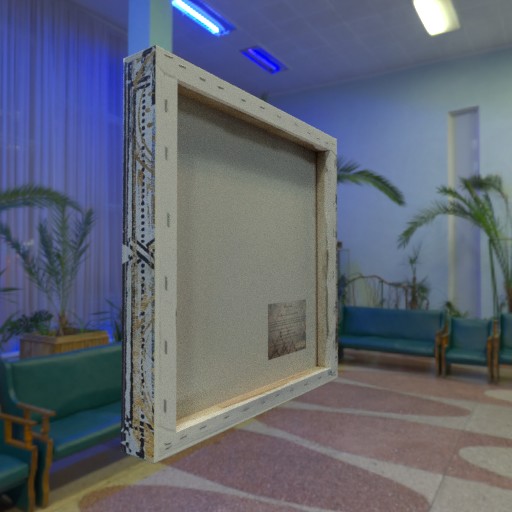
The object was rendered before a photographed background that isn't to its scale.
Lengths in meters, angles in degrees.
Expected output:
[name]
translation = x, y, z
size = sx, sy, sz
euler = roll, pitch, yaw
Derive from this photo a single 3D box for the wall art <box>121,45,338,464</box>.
[wall art]
translation = 0.000, 0.000, 0.455
size = 0.038, 0.306, 0.302
euler = -1, -1, 36
